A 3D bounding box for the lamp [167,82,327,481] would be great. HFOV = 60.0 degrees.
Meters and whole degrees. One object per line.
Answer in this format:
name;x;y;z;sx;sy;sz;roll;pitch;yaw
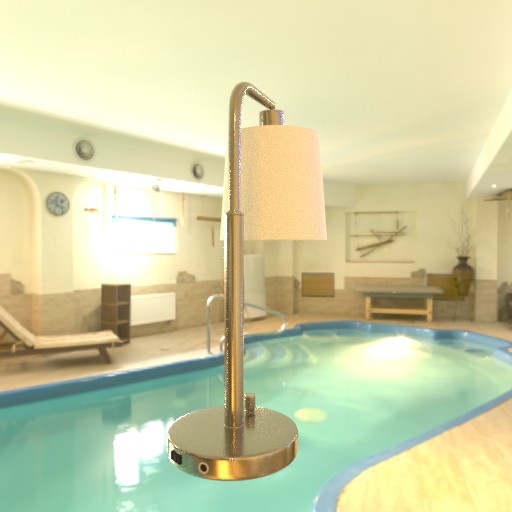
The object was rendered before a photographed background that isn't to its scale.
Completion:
lamp;0.000;0.000;0.639;0.171;0.489;0.333;0;1;20
